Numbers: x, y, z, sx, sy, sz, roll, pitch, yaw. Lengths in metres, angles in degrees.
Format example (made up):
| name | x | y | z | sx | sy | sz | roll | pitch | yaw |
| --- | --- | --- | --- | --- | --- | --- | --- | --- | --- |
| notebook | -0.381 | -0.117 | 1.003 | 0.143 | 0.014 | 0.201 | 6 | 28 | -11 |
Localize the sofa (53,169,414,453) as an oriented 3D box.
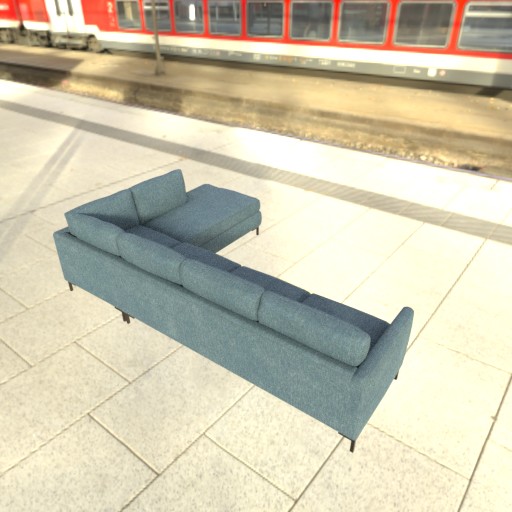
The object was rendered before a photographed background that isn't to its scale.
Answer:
| name | x | y | z | sx | sy | sz | roll | pitch | yaw |
| --- | --- | --- | --- | --- | --- | --- | --- | --- | --- |
| sofa | 0.000 | 0.000 | 3.870 | 2.949 | 0.815 | 2.007 | 21 | 36 | 31 |
